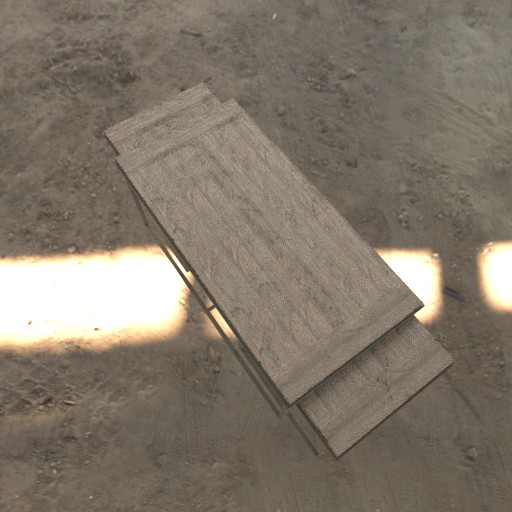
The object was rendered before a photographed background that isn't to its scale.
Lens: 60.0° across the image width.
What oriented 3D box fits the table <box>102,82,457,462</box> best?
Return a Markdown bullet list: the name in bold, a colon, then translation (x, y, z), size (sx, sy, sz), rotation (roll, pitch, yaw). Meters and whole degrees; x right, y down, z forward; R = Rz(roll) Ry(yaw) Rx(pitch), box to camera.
- **table**: translation (0.000, 0.000, 1.553), size (0.489, 0.427, 1.312), rotation (-32, 68, -15)
